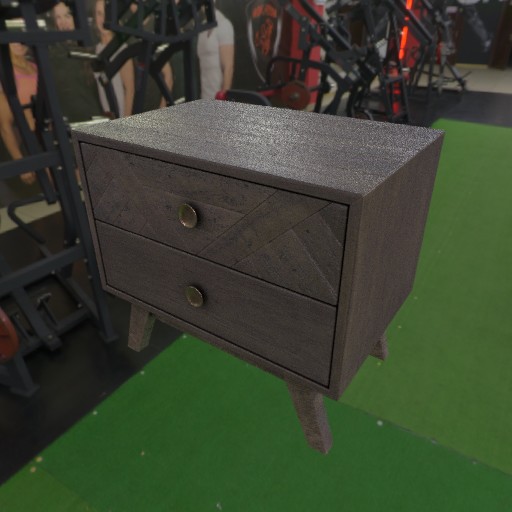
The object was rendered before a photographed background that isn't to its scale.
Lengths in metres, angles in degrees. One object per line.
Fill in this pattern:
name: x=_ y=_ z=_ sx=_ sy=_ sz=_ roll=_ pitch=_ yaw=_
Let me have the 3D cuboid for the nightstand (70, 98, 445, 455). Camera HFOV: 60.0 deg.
nightstand: x=0.000 y=0.000 z=1.068 sx=0.650 sy=0.599 sz=0.450 roll=19 pitch=34 yaw=29
